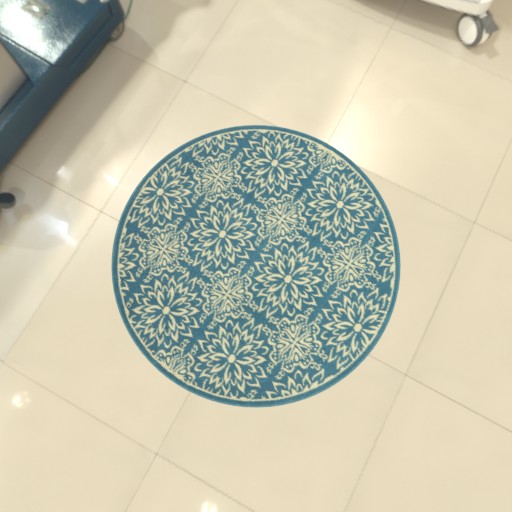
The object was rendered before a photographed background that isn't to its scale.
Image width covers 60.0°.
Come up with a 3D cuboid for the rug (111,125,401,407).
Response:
[{"bbox_3d":[0.000,0.000,2.449,1.593,0.012,1.593,0,77,0],"label":"rug"}]
